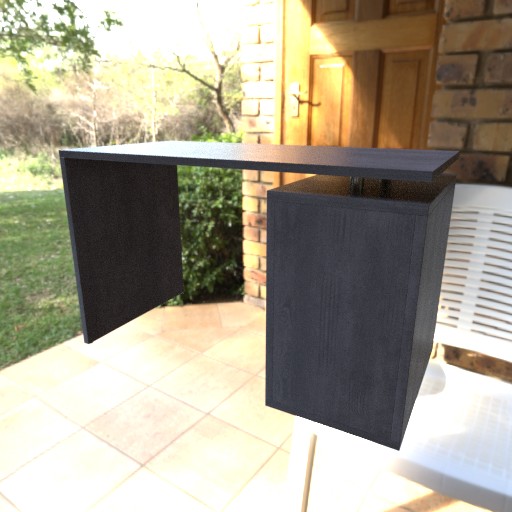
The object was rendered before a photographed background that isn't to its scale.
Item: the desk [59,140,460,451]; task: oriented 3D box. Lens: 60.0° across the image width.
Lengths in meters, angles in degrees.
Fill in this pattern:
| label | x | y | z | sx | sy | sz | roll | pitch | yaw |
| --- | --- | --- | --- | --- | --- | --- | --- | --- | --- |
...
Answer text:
| label | x | y | z | sx | sy | sz | roll | pitch | yaw |
| --- | --- | --- | --- | --- | --- | --- | --- | --- | --- |
| desk | 0.000 | 0.000 | 1.594 | 1.200 | 0.740 | 0.600 | 10 | 20 | 27 |
